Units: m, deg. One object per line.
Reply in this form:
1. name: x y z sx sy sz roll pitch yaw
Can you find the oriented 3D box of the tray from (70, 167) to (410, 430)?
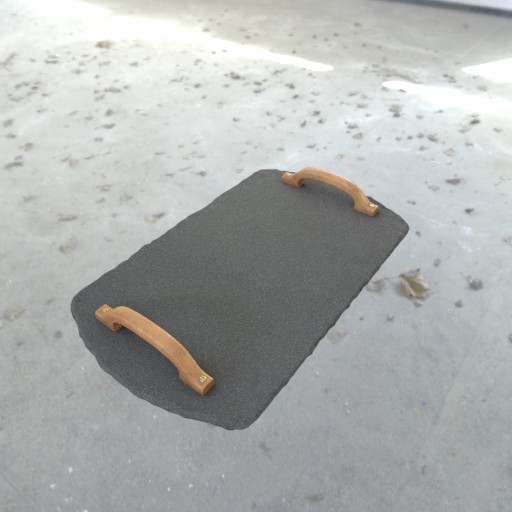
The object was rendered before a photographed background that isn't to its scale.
1. tray: 0.000 0.000 0.486 0.231 0.062 0.387 26 47 27
